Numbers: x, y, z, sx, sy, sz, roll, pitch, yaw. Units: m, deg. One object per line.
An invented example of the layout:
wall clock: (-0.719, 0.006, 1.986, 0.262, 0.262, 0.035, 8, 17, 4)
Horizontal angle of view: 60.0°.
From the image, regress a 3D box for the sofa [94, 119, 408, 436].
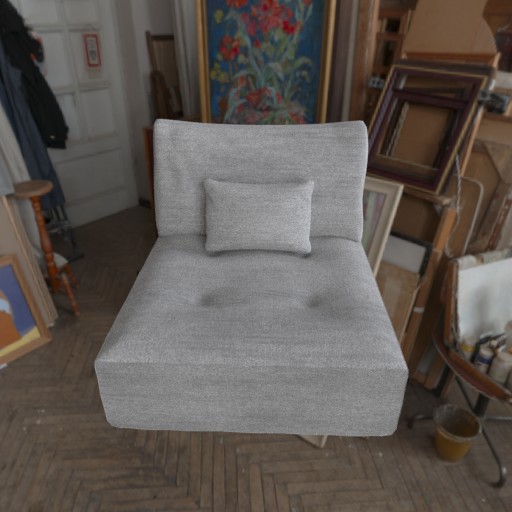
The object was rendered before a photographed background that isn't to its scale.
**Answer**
sofa: (0.000, 0.000, 1.684, 0.930, 0.820, 1.000, 1, 29, 2)
